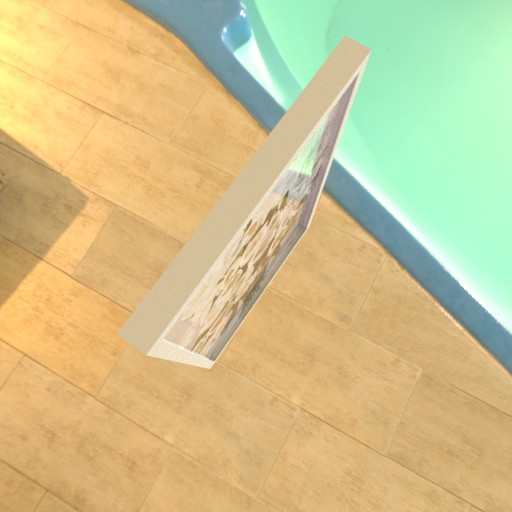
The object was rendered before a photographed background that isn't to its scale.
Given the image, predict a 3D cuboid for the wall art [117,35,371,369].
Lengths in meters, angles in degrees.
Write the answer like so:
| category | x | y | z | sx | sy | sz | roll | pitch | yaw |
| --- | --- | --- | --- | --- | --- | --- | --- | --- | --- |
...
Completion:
| category | x | y | z | sx | sy | sz | roll | pitch | yaw |
| --- | --- | --- | --- | --- | --- | --- | --- | --- | --- |
| wall art | 0.000 | 0.000 | 0.533 | 0.025 | 0.428 | 0.293 | 34 | 77 | 9 |
